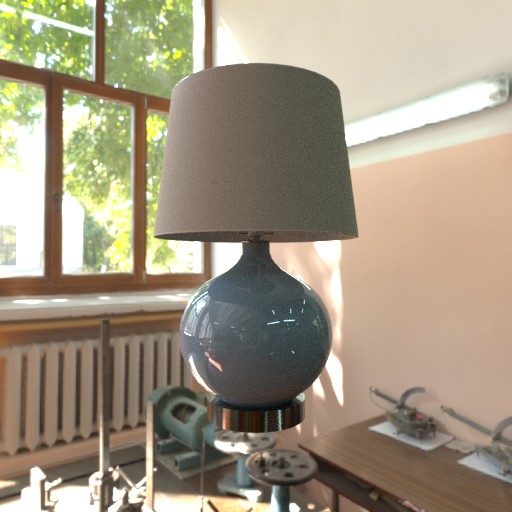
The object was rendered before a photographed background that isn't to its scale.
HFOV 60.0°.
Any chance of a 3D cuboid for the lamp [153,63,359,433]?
[{"bbox_3d":[0.000,0.000,0.545,0.247,0.387,0.247,0,-1,0],"label":"lamp"}]
